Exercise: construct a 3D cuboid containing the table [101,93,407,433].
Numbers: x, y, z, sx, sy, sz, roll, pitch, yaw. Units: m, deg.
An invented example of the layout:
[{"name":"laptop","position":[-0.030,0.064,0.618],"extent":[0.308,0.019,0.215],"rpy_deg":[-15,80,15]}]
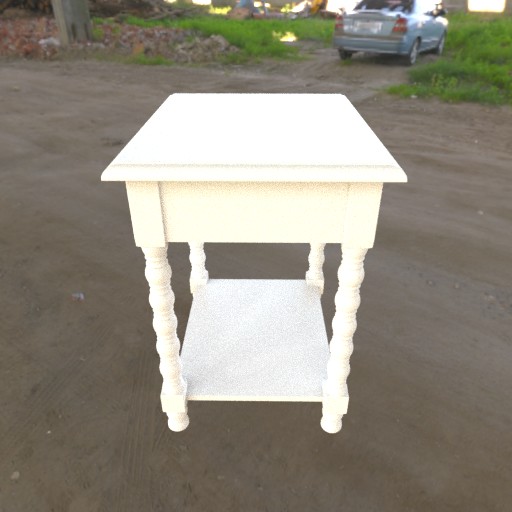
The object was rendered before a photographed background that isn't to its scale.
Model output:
[{"name":"table","position":[0.000,0.000,0.875],"extent":[0.381,0.531,0.460],"rpy_deg":[0,31,1]}]
